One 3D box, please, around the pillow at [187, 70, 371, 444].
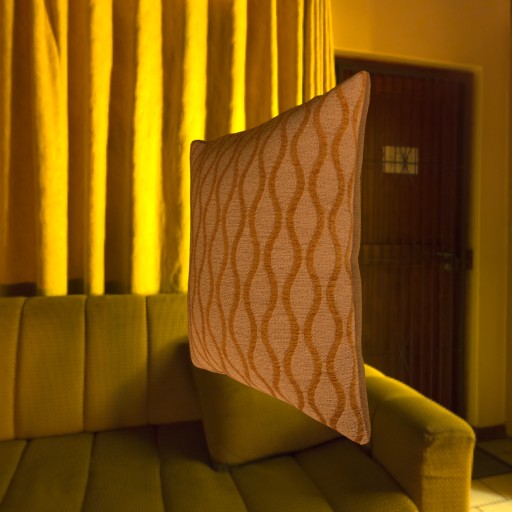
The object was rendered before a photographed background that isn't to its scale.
[{"bbox_3d":[0.000,0.000,0.678,0.159,0.436,0.429,-1,2,-37],"label":"pillow"}]
